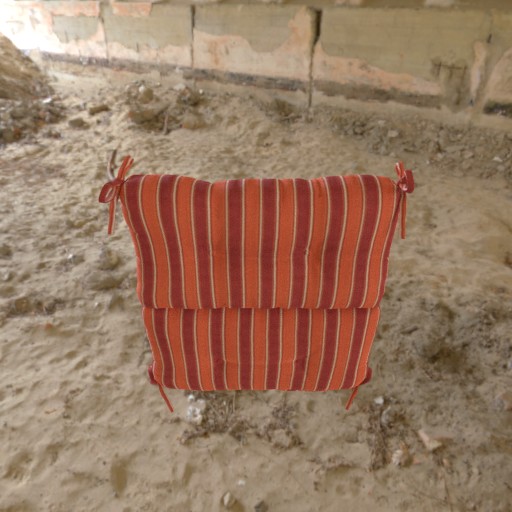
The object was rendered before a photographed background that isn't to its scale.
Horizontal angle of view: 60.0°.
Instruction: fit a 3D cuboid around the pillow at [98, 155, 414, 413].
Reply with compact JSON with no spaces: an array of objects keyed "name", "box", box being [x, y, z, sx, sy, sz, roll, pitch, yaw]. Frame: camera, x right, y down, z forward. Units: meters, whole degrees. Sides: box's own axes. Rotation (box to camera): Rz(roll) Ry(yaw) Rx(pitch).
[{"name":"pillow","box":[0.000,0.000,1.040,0.519,0.605,0.571,0,30,0]}]
